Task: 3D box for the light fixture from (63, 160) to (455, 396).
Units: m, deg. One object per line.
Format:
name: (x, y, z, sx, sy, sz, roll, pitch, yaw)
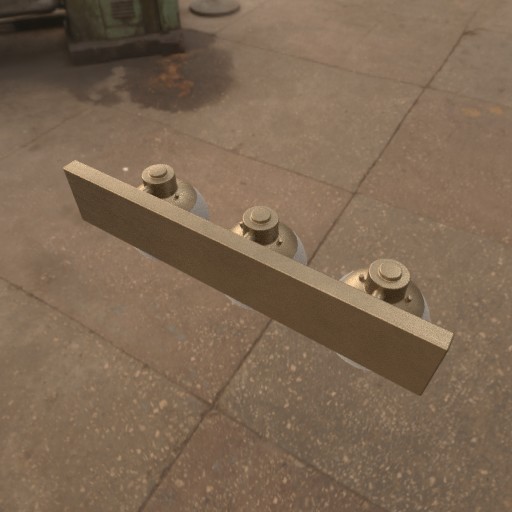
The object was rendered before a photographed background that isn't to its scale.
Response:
light fixture: (0.000, 0.000, 0.854, 0.721, 0.263, 0.218, 25, 52, 22)
